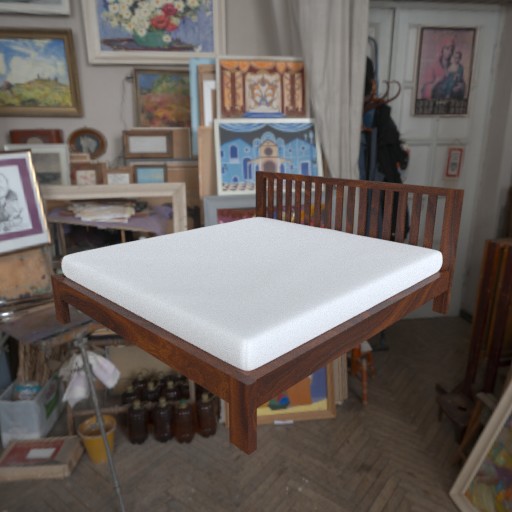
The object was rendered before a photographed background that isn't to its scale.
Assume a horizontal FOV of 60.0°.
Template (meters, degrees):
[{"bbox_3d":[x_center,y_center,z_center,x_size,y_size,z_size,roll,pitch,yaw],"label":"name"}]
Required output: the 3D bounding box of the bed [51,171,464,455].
[{"bbox_3d":[0.000,0.000,3.025,1.905,0.890,2.030,15,22,42],"label":"bed"}]
